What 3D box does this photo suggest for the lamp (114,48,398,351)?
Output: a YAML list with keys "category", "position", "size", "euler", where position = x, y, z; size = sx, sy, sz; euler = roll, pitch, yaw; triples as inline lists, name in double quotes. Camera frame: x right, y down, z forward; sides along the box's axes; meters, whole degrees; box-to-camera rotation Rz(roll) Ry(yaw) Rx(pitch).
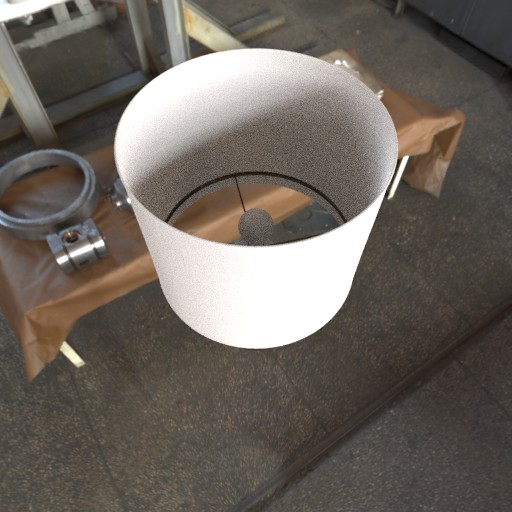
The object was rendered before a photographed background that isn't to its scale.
- category: "lamp"
  position: [0.000, 0.000, 0.522]
  size: [0.229, 0.380, 0.229]
  euler: [0, 58, 0]
